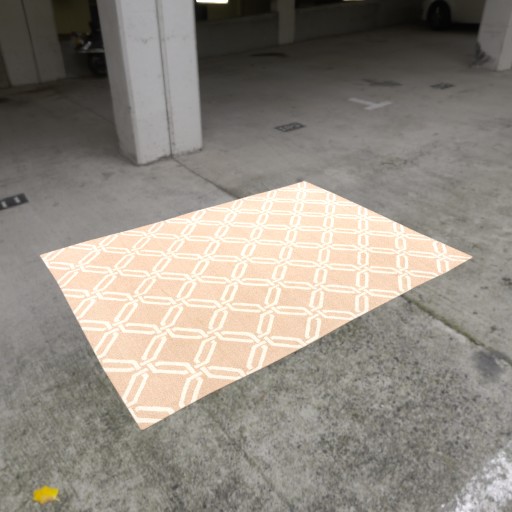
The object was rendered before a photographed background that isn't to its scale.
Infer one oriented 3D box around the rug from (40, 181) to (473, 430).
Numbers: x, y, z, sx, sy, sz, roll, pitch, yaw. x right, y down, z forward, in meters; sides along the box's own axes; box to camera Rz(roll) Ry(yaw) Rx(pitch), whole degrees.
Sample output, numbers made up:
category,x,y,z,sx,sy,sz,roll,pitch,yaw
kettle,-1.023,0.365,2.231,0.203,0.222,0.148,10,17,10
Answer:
category,x,y,z,sx,sy,sz,roll,pitch,yaw
rug,0.000,0.000,4.213,3.365,0.020,2.452,-20,36,-30
